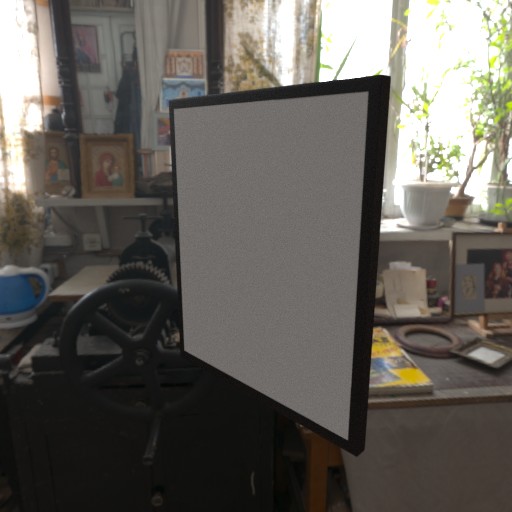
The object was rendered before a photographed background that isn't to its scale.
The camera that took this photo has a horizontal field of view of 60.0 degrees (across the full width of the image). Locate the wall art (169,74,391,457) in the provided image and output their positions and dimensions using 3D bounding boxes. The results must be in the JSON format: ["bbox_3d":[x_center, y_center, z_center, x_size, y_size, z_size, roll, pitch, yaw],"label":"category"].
[{"bbox_3d":[0.000,0.000,0.723,0.021,0.509,0.430,-14,20,-43],"label":"wall art"}]
